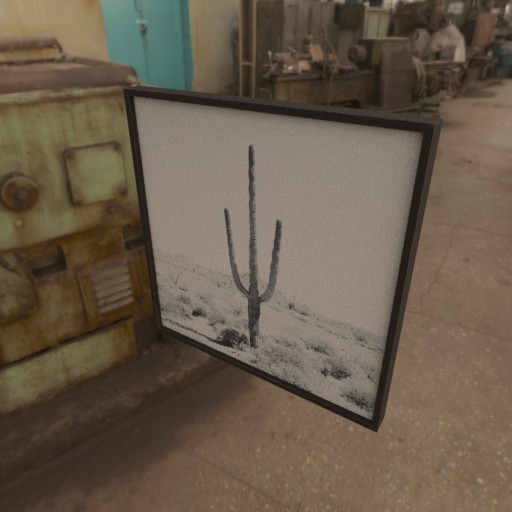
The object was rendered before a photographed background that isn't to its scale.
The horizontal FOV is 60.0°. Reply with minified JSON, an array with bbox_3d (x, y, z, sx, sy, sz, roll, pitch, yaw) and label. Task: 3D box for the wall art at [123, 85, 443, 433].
[{"bbox_3d":[0.000,0.000,0.758,0.508,0.508,0.038,17,33,29],"label":"wall art"}]
